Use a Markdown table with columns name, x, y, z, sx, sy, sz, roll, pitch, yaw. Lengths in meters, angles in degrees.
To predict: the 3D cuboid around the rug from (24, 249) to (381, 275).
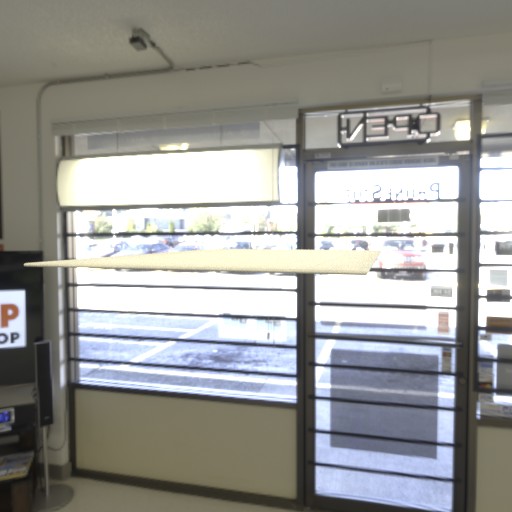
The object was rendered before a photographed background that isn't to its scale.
| name | x | y | z | sx | sy | sz | roll | pitch | yaw |
| --- | --- | --- | --- | --- | --- | --- | --- | --- | --- |
| rug | 0.000 | 0.000 | 2.309 | 1.219 | 0.013 | 1.829 | 1 | 3 | 17 |
